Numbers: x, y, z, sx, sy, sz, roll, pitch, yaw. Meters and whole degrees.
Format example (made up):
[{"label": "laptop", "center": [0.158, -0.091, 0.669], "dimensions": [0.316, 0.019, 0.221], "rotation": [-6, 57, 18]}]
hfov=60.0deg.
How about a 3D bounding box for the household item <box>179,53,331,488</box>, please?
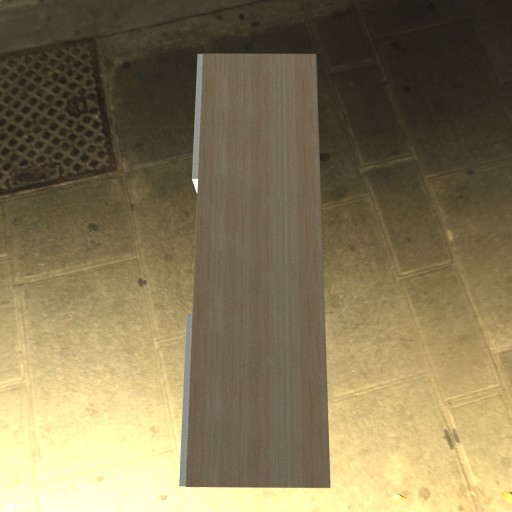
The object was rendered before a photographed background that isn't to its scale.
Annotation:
[{"label": "household item", "center": [0.000, 0.000, 1.547], "dimensions": [0.420, 0.310, 1.400], "rotation": [0, 76, 0]}]
